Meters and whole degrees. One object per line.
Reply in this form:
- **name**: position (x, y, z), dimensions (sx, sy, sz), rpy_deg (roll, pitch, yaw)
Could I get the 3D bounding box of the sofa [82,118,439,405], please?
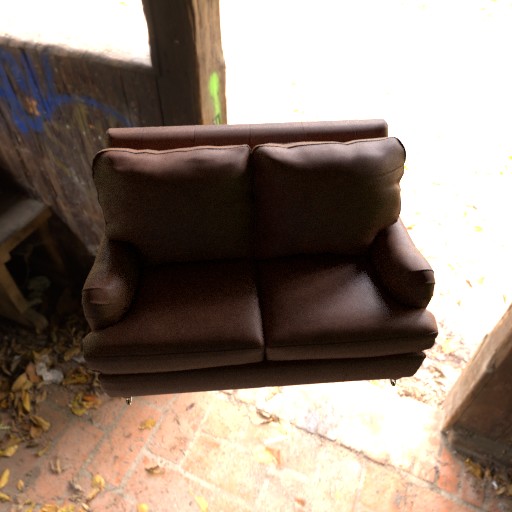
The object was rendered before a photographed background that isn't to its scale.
- **sofa**: position (0.000, 0.000, 2.181), dimensions (1.527, 1.004, 1.077), rpy_deg (-3, 46, -3)
